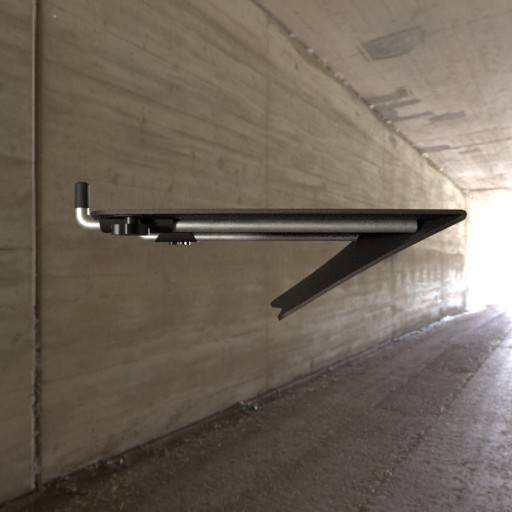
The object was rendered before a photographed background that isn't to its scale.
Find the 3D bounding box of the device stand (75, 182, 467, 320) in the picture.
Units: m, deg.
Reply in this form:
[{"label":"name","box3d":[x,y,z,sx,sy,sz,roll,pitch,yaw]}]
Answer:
[{"label":"device stand","box3d":[0.000,0.000,0.358,0.230,0.092,0.230,0,0,-1]}]
